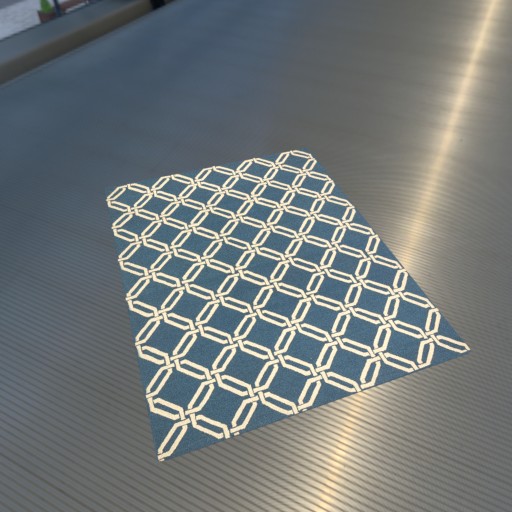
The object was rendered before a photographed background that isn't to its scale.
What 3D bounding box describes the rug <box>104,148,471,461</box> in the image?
[{"bbox_3d":[0.000,0.000,3.854,2.277,0.020,2.867,-15,47,-14],"label":"rug"}]
